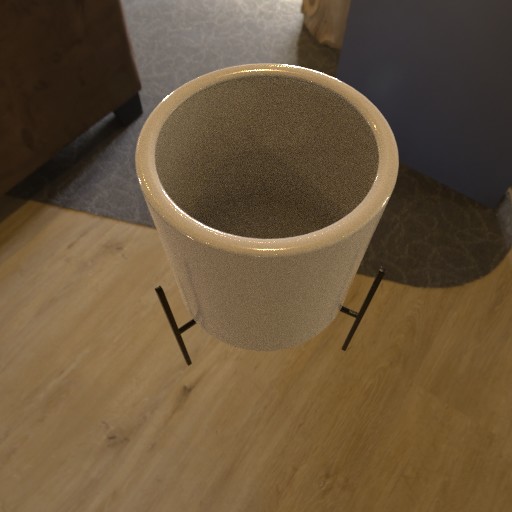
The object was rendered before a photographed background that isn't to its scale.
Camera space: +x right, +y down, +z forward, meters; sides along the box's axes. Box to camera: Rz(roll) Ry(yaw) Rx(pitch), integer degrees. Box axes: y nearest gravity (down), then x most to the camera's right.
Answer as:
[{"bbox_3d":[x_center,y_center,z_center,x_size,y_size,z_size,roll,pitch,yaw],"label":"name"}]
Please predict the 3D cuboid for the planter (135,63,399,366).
[{"bbox_3d":[0.000,0.000,0.651,0.308,0.431,0.307,-34,64,-19],"label":"planter"}]
